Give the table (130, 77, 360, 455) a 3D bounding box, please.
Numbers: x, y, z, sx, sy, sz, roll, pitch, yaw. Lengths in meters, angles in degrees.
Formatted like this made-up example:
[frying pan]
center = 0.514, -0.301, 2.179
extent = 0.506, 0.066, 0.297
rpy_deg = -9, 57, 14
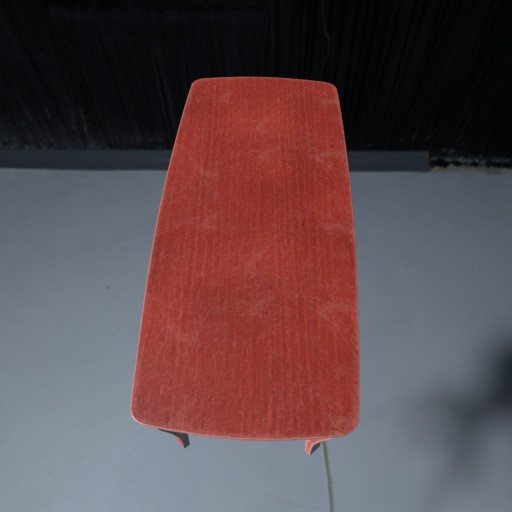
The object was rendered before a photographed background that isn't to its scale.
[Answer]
[table]
center = 0.000, 0.000, 1.478
extent = 0.561, 0.473, 1.216
rpy_deg = 2, 59, 1
